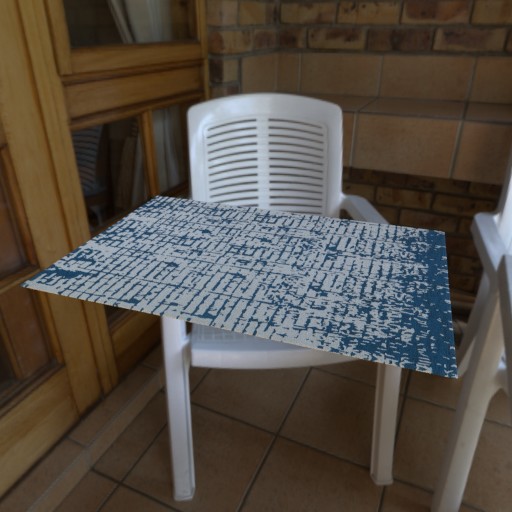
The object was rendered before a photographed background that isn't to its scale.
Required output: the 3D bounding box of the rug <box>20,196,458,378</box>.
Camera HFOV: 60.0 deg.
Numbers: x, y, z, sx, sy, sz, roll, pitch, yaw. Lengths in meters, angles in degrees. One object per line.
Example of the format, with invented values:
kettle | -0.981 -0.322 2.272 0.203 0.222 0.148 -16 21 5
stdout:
rug | 0.000 0.000 2.243 1.828 0.007 1.220 9 29 16
